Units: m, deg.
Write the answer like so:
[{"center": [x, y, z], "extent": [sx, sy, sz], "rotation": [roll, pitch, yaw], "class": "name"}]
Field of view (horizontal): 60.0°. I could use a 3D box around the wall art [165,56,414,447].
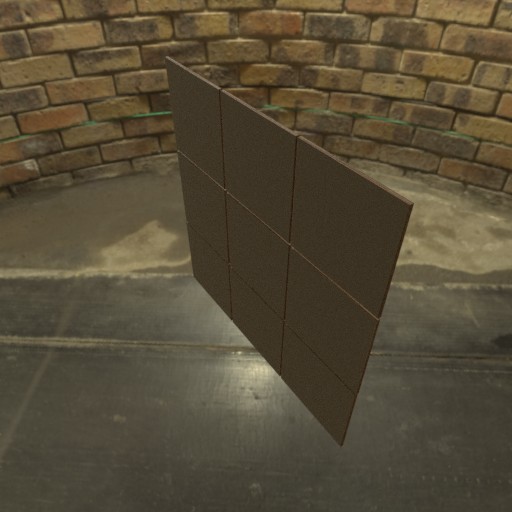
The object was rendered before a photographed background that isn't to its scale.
[{"center": [0.000, 0.000, 1.343], "extent": [0.010, 0.917, 0.919], "rotation": [-26, 48, -26], "class": "wall art"}]
